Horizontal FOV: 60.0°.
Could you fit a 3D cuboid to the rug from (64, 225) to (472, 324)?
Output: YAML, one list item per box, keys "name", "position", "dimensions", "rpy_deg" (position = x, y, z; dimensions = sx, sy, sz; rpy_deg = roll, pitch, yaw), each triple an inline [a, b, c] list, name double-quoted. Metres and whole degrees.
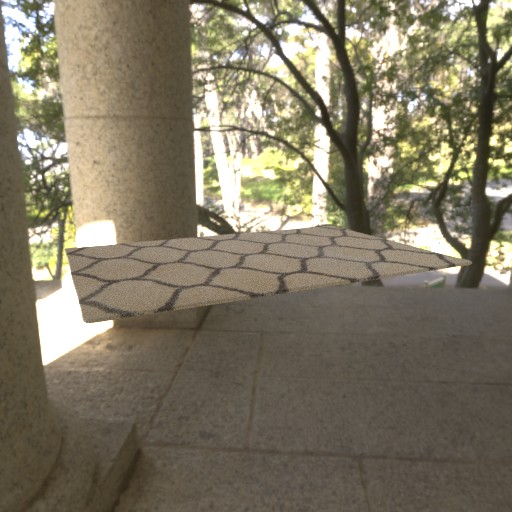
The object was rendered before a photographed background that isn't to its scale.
- name: "rug"
  position: [0.000, 0.000, 3.484]
  dimensions: [2.701, 0.026, 1.801]
  rpy_deg: [-6, 15, -25]
